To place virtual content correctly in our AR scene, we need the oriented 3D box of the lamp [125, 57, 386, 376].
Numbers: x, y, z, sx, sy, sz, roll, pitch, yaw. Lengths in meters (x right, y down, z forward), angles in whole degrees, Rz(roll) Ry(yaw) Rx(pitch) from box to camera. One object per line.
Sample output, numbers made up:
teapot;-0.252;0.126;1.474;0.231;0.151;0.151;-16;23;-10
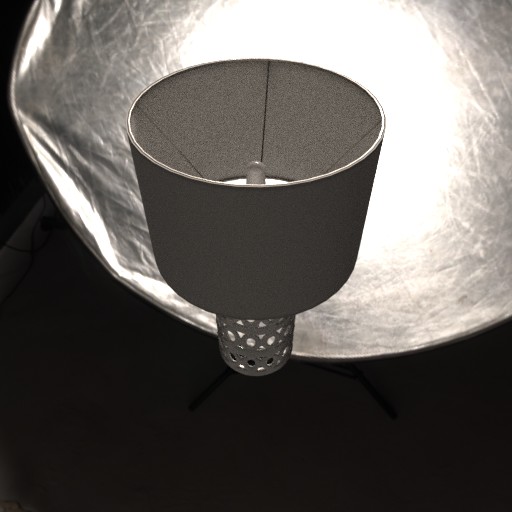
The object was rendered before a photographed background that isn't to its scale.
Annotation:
lamp;0.000;0.000;0.709;0.310;0.502;0.310;0;46;0
